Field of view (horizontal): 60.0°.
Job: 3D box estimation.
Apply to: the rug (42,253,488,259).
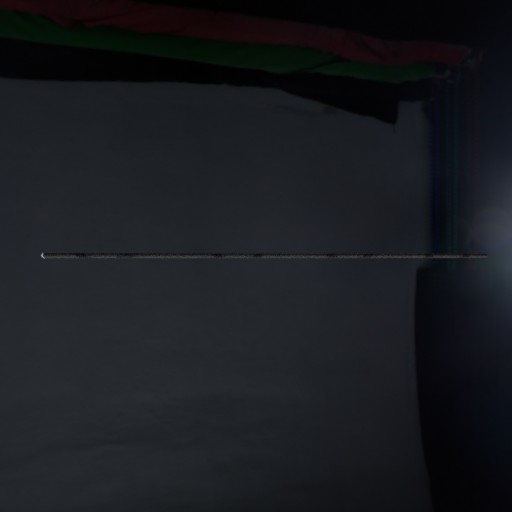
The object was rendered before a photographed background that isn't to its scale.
[{"bbox_3d":[0.000,0.000,2.923,2.348,0.024,1.501,0,0,-17],"label":"rug"}]
